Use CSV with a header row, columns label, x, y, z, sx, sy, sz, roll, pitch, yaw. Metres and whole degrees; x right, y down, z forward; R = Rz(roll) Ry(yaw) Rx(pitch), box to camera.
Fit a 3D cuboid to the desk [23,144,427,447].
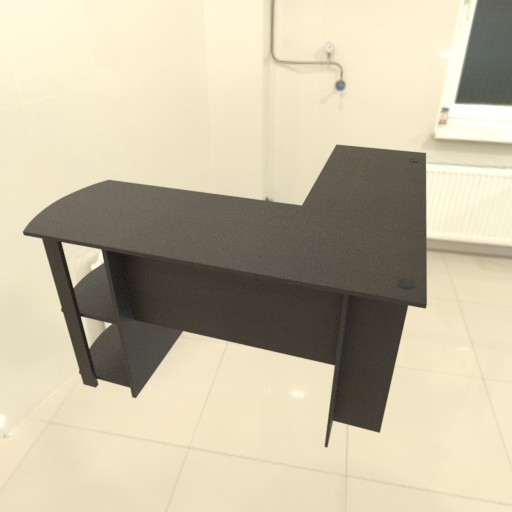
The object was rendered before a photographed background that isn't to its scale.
label,x,y,z,sx,sy,sz,roll,pitch,yaw
desk,0.000,0.000,2.048,1.361,0.716,1.303,10,32,15
